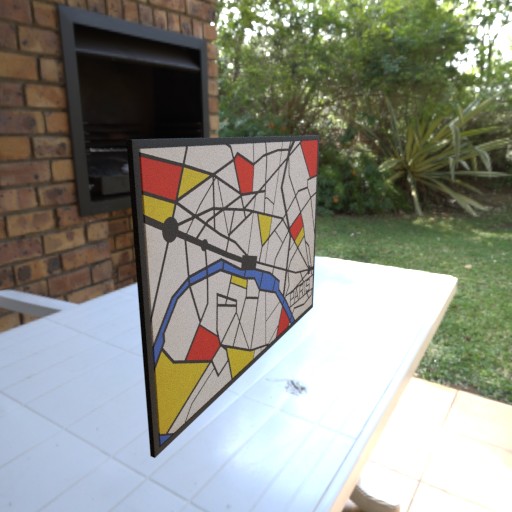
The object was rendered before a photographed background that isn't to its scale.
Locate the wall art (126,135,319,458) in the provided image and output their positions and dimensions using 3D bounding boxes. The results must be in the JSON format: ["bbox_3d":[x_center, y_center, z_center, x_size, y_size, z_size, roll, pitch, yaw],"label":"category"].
[{"bbox_3d":[0.000,0.000,1.280,0.013,0.665,0.963,8,18,27],"label":"wall art"}]
